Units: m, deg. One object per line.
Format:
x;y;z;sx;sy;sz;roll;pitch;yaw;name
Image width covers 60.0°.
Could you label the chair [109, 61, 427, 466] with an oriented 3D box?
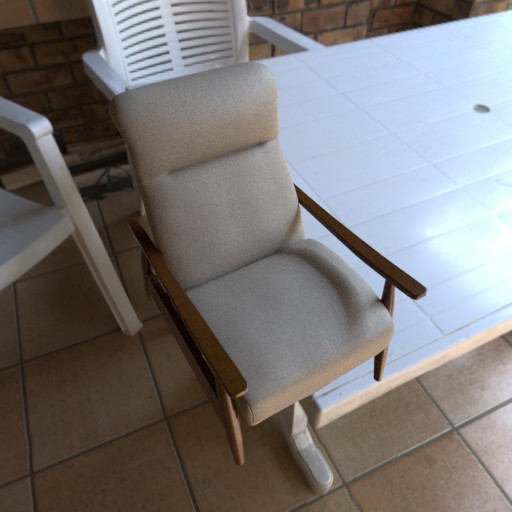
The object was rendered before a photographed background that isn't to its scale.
0.000;0.000;1.738;0.762;1.082;1.030;-23;50;-21;chair
